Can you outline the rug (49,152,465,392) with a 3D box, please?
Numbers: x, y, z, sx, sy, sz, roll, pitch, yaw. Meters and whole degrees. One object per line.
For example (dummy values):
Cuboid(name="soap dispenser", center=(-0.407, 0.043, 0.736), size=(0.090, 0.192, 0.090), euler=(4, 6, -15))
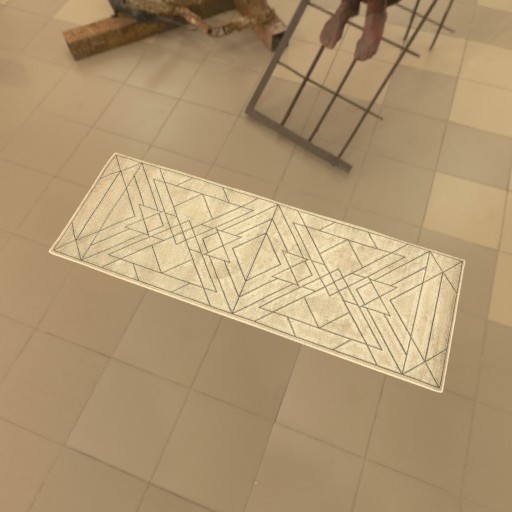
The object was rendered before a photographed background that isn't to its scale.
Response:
Cuboid(name="rug", center=(0.000, 0.000, 2.673), size=(2.381, 0.036, 0.831), euler=(18, 64, 9))
